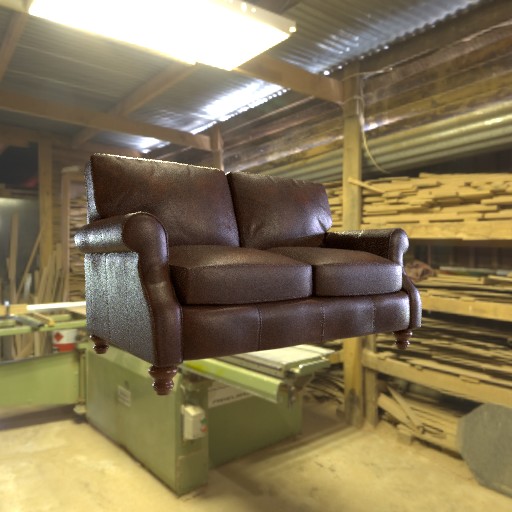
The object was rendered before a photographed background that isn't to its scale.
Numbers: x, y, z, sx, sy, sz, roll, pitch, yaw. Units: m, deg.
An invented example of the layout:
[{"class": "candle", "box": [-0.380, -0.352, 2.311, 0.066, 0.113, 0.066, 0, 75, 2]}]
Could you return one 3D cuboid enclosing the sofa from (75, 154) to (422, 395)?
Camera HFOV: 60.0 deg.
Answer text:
[{"class": "sofa", "box": [0.000, 0.000, 2.259, 1.616, 0.976, 0.990, 0, 0, -35]}]
